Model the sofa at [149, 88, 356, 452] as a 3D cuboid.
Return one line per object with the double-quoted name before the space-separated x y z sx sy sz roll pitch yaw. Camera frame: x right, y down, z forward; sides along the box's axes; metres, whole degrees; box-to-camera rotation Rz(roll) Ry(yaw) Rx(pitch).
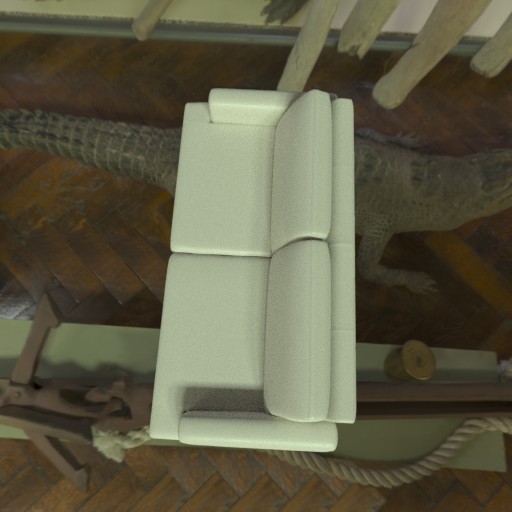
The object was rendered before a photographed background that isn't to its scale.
"sofa" 0.000 0.000 2.436 0.974 0.765 1.940 3 74 1
